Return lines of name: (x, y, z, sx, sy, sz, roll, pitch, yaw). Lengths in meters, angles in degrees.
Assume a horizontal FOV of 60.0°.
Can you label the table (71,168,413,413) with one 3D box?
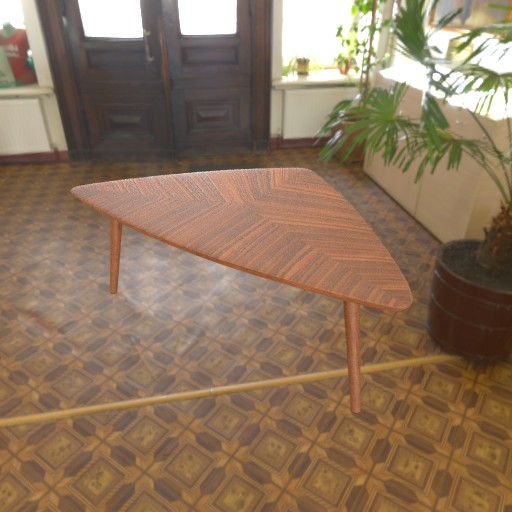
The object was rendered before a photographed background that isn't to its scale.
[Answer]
table: (0.000, 0.000, 1.336, 1.008, 0.365, 0.601, 19, 37, 28)
